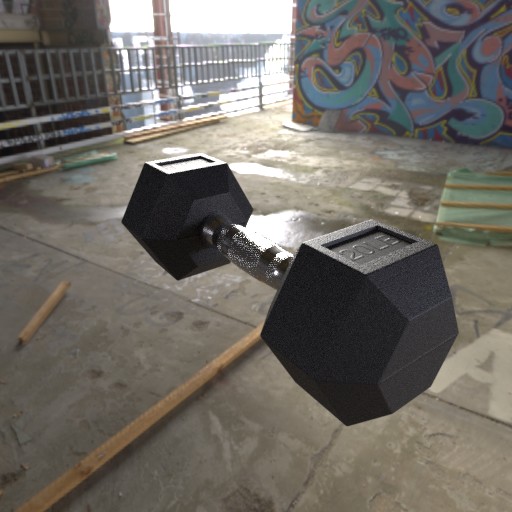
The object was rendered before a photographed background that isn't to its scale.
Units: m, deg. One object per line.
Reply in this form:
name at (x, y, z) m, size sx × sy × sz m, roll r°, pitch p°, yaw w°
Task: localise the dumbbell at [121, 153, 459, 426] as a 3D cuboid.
dumbbell at (0.000, 0.000, 0.343) m, size 0.116 × 0.101 × 0.297 m, roll -18°, pitch 32°, yaw -32°
